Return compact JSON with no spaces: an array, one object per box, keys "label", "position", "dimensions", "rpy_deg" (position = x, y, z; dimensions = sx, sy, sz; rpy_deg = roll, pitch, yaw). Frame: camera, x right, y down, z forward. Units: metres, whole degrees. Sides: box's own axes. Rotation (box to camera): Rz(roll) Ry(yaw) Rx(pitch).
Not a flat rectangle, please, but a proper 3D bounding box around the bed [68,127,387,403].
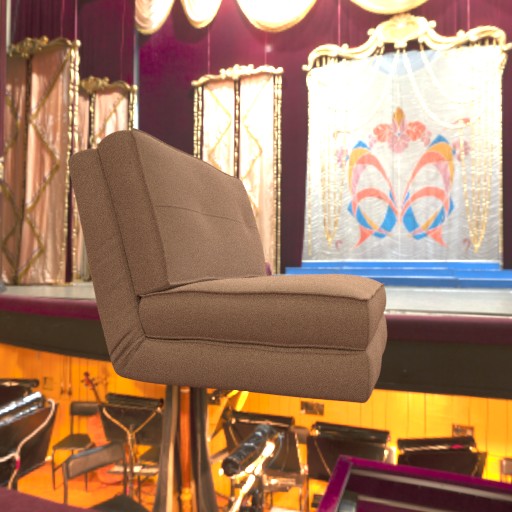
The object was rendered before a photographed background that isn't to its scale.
[{"label":"bed","position":[0.000,0.000,1.347],"dimensions":[0.749,0.614,0.799],"rpy_deg":[0,-1,18]}]
